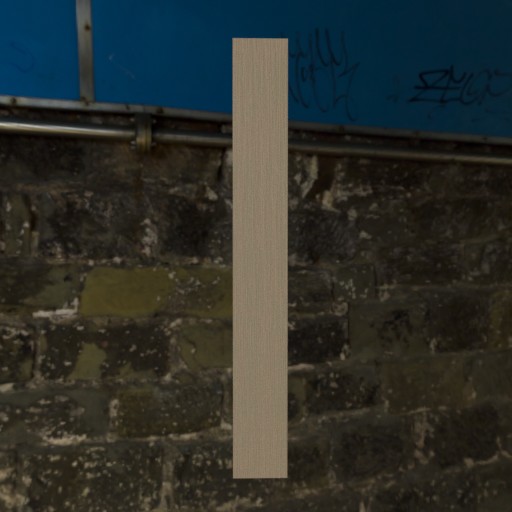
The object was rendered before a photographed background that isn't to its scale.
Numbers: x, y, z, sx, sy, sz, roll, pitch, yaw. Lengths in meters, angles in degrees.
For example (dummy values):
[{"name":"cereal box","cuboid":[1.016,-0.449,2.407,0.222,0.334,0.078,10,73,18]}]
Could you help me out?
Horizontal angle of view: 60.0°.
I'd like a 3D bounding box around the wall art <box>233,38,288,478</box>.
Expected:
[{"name":"wall art","cuboid":[0.000,0.000,0.458,0.038,0.303,0.304,0,1,-1]}]
